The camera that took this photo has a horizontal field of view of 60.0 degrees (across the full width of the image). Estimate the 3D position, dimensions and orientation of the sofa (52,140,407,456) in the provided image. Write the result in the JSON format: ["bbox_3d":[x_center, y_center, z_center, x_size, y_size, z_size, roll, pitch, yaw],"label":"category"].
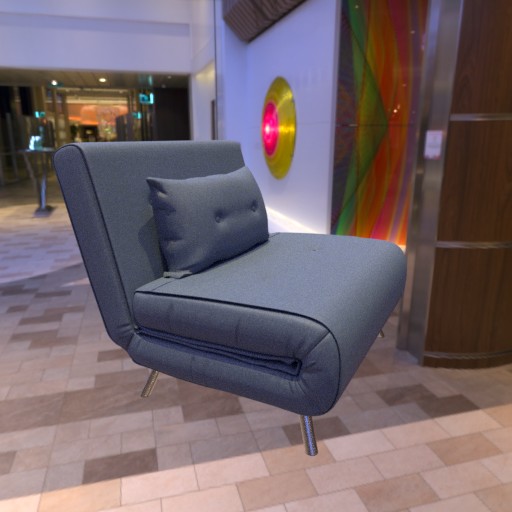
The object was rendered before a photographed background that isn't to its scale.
[{"bbox_3d":[0.000,0.000,1.721,0.996,0.860,0.999,8,17,27],"label":"sofa"}]
